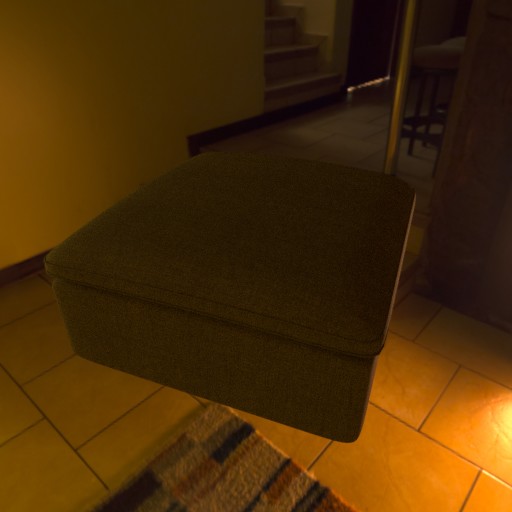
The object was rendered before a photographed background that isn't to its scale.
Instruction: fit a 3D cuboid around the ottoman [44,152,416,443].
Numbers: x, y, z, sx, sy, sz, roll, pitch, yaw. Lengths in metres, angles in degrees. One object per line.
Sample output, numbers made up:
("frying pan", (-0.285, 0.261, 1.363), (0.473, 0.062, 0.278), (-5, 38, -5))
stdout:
("ottoman", (0.000, 0.000, 1.713), (1.067, 0.559, 1.067), (12, 33, 18))
